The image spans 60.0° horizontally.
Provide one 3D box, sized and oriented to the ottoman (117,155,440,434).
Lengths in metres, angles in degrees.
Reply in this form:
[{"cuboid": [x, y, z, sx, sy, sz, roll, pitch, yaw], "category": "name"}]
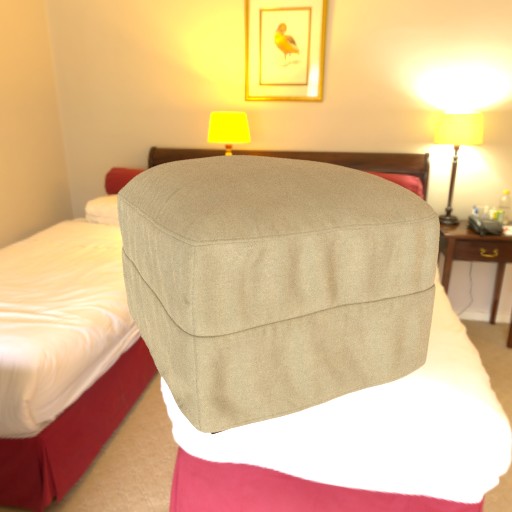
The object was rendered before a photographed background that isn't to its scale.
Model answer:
[{"cuboid": [0.000, 0.000, 1.109, 0.584, 0.480, 0.712, -8, 20, -24], "category": "ottoman"}]
